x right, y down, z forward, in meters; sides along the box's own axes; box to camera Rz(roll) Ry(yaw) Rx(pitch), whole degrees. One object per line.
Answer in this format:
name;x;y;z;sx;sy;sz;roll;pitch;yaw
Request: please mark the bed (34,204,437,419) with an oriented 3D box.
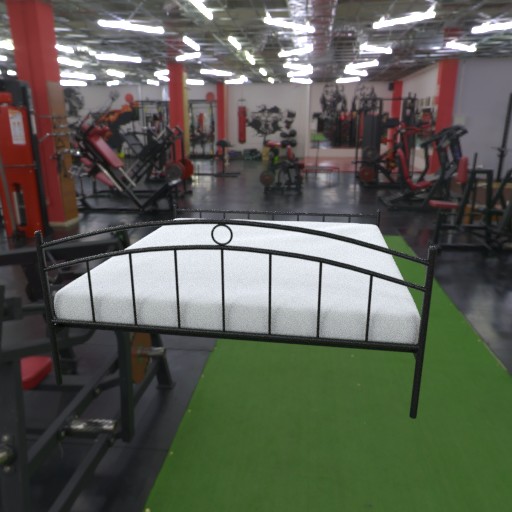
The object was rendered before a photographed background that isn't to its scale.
bed;0.000;0.000;3.089;1.880;0.940;2.040;3;17;9
